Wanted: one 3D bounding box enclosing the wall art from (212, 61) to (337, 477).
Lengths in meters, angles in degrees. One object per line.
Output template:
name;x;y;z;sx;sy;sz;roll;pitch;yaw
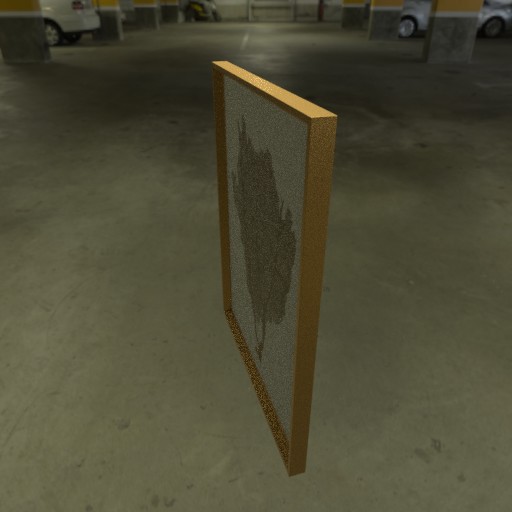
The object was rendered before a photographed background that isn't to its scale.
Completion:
wall art;0.000;0.000;1.024;0.038;0.762;0.610;-9;31;-15
